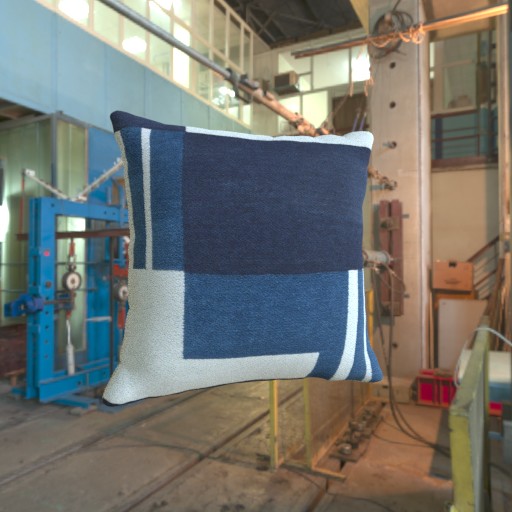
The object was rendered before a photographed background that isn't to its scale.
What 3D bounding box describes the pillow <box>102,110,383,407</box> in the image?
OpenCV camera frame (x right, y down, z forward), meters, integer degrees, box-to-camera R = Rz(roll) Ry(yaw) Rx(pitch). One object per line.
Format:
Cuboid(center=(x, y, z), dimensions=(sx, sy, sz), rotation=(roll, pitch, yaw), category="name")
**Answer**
Cuboid(center=(0.000, 0.000, 0.822), dimensions=(0.536, 0.506, 0.229), rotation=(0, -1, -18), category="pillow")
